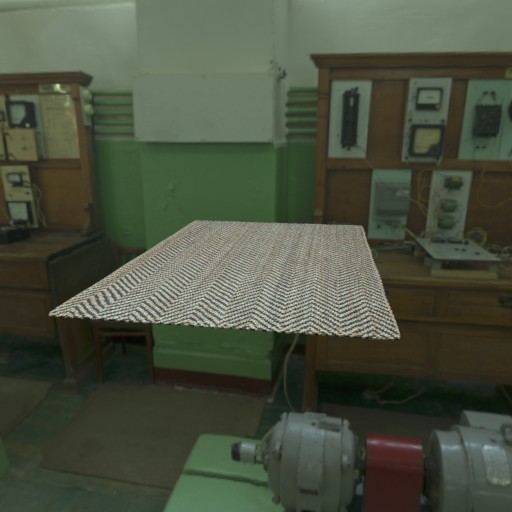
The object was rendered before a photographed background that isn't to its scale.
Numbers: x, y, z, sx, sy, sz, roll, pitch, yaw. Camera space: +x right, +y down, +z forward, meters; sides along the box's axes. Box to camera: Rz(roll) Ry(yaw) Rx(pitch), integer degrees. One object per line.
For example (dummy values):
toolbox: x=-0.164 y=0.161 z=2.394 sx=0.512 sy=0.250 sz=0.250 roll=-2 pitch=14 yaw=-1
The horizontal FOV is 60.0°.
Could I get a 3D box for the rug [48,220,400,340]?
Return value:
rug: x=0.000 y=0.000 z=2.341 sx=1.219 sy=0.008 sz=1.828 roll=2 pitch=15 yaw=9
